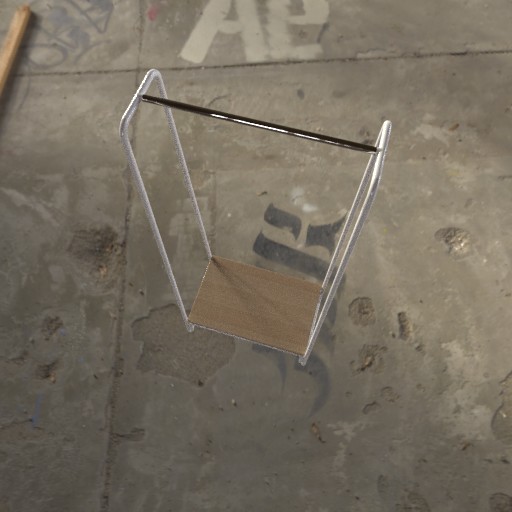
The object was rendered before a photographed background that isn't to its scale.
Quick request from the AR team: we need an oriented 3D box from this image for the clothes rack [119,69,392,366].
[{"bbox_3d":[0.000,0.000,1.748,0.640,1.500,0.400,15,65,7],"label":"clothes rack"}]
